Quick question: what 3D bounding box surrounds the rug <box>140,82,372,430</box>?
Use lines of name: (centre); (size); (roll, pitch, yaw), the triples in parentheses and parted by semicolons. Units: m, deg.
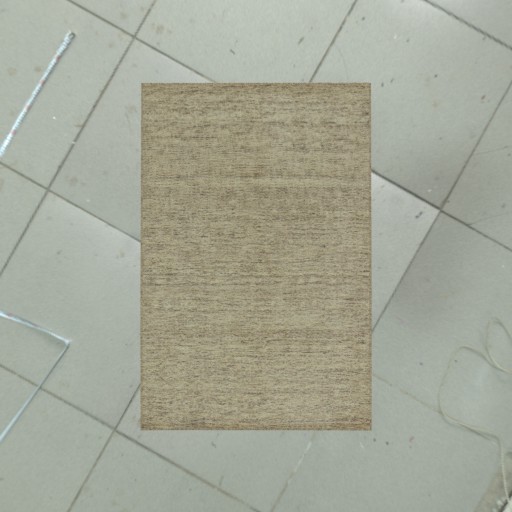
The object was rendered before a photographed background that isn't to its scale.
rug: (0.000, 0.000, 2.324); (1.211, 0.018, 1.822); (0, 90, 0)
